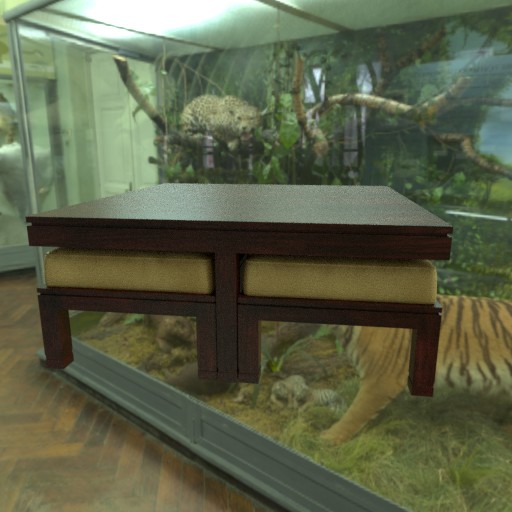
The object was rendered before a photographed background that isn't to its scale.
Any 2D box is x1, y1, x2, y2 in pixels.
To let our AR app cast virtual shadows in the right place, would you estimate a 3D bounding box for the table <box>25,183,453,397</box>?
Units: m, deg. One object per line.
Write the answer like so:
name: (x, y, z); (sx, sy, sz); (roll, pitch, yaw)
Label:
table: (0.000, 0.000, 1.340); (0.865, 0.356, 0.865); (2, 14, 8)
